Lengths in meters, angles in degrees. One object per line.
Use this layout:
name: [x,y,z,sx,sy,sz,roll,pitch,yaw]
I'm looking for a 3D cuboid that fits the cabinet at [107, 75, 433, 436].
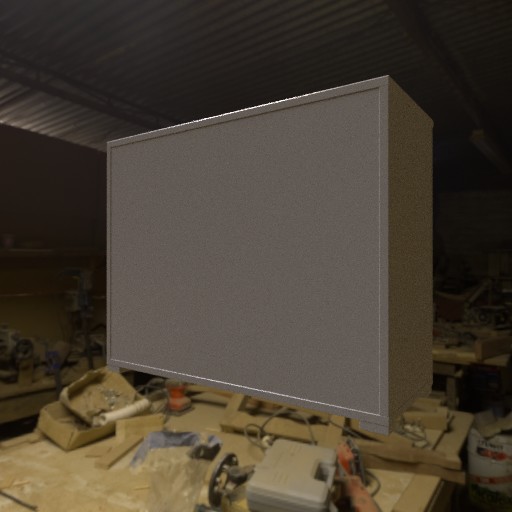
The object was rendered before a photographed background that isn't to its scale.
cabinet: [0.000,0.000,1.433,1.000,0.800,0.400,0,0,35]
